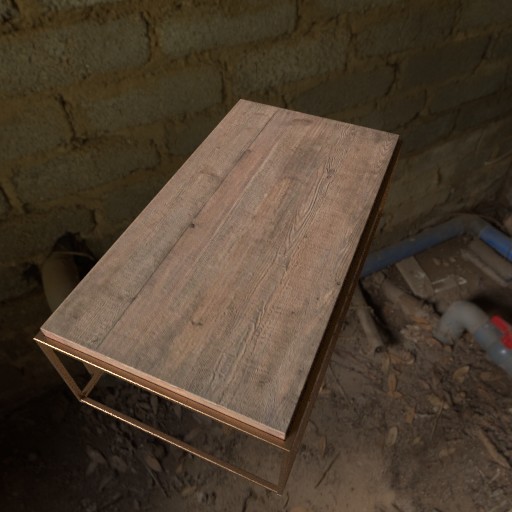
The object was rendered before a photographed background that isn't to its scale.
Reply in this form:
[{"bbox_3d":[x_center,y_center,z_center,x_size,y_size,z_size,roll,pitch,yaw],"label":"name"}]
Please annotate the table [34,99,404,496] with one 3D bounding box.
[{"bbox_3d":[0.000,0.000,1.722,0.775,0.468,1.387,18,51,15],"label":"table"}]
